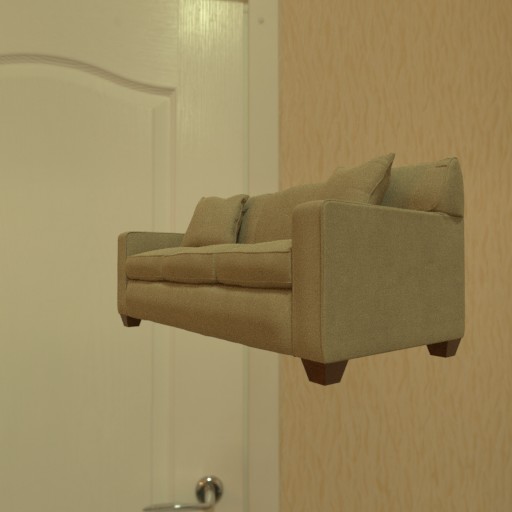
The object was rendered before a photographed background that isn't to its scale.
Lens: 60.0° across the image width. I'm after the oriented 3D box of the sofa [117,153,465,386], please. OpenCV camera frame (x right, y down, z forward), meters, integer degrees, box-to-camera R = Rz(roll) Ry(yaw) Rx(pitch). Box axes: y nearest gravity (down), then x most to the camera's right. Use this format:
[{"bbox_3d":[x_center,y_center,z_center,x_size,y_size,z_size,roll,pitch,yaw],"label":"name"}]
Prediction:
[{"bbox_3d":[0.000,0.000,2.590,0.997,0.958,2.024,1,-2,-37],"label":"sofa"}]
